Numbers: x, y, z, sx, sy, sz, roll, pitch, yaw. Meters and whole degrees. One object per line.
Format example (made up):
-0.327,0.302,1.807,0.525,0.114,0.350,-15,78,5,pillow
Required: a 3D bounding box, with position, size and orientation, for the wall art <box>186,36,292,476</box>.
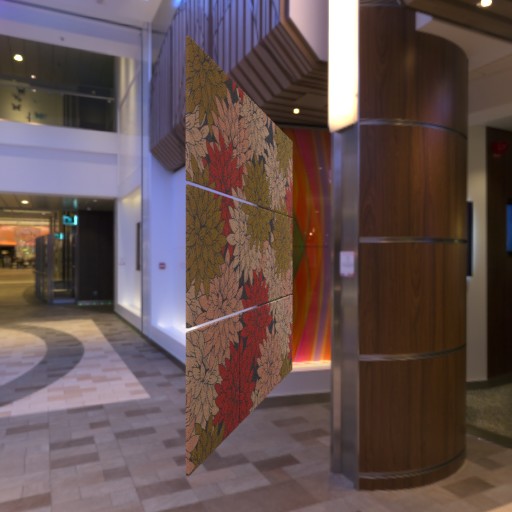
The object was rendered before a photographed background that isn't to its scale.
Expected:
0.000,0.000,2.265,0.013,1.534,1.519,0,0,18,wall art
